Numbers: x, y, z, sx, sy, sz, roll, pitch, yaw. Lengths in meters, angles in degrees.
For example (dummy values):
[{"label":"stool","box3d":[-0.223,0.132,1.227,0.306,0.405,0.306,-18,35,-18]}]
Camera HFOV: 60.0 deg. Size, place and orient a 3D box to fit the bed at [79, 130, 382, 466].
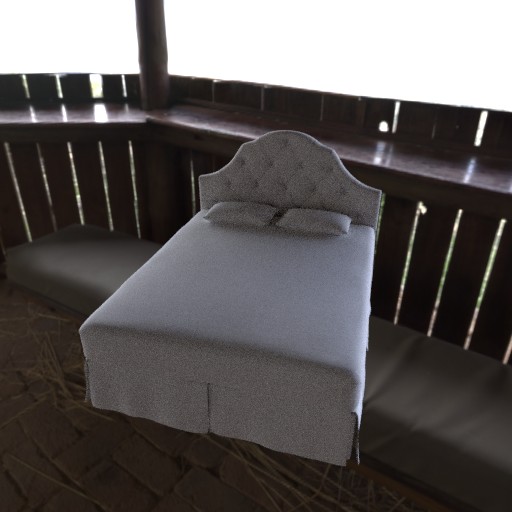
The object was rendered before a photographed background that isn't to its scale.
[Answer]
[{"label":"bed","box3d":[0.000,0.000,3.765,2.039,1.617,2.477,7,28,14]}]
